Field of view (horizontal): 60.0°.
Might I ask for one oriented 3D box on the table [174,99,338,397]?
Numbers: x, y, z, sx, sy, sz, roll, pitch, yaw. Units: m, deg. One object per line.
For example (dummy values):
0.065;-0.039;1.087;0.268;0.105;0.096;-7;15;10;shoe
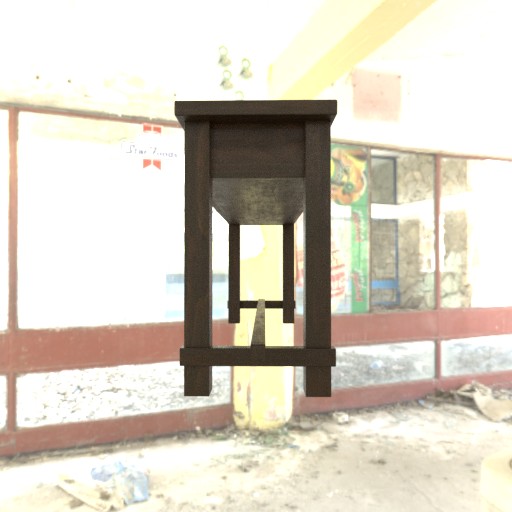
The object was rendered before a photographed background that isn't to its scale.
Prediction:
0.000;0.000;1.910;0.442;0.762;1.599;0;-1;1;table
